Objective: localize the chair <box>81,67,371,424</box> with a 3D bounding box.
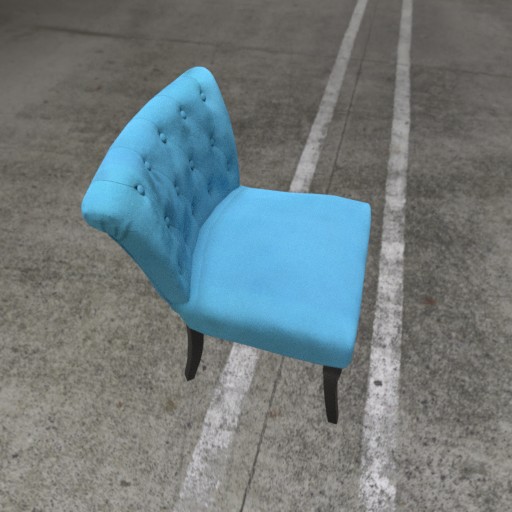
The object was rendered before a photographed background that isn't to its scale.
[{"bbox_3d":[0.000,0.000,1.196,0.605,0.750,0.582,11,49,10],"label":"chair"}]
